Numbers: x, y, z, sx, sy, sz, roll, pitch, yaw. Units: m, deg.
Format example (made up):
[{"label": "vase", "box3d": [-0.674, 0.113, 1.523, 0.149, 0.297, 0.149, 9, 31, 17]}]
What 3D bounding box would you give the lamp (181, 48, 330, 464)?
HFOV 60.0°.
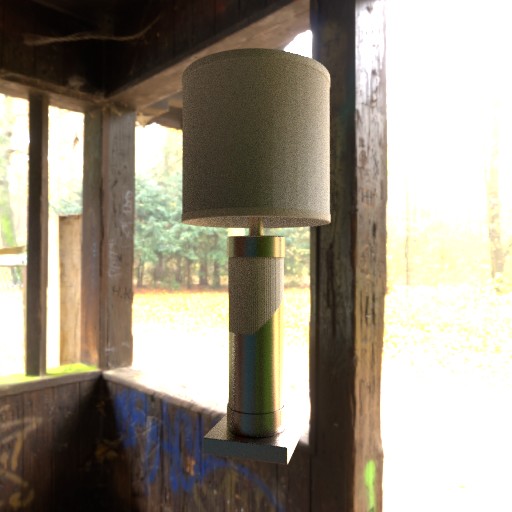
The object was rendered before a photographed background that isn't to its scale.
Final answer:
[{"label": "lamp", "box3d": [0.000, 0.000, 0.610, 0.202, 0.509, 0.202, 0, 0, 16]}]
